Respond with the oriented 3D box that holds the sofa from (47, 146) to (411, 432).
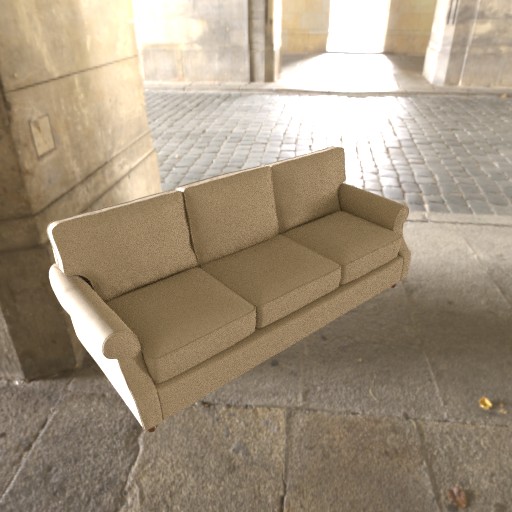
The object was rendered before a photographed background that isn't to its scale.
[{"bbox_3d":[0.000,0.000,2.863,2.354,0.948,0.966,-22,37,-34],"label":"sofa"}]
